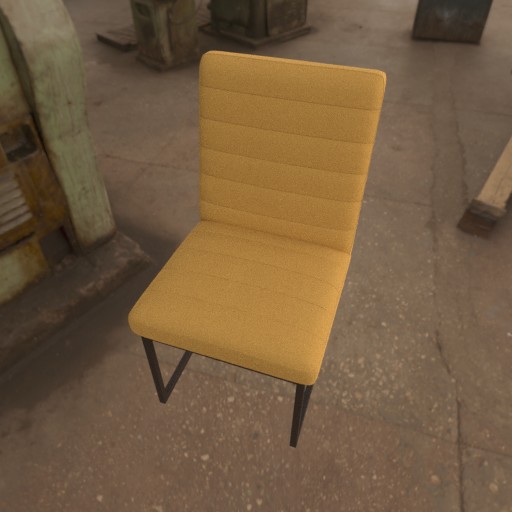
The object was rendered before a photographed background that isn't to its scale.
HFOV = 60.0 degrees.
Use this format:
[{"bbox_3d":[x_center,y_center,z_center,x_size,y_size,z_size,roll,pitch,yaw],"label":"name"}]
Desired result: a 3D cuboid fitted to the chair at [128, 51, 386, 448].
[{"bbox_3d":[0.000,0.000,1.295,0.520,0.930,0.634,13,44,14],"label":"chair"}]
